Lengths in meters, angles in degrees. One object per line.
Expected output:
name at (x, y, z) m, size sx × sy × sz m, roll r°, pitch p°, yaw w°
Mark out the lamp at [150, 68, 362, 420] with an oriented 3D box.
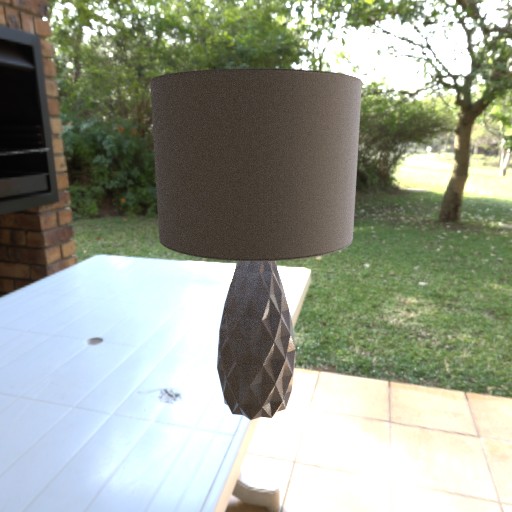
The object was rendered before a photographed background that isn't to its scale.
lamp at (0.000, 0.000, 0.703) m, size 0.297 × 0.522 × 0.297 m, roll 0°, pitch 15°, yaw 0°
